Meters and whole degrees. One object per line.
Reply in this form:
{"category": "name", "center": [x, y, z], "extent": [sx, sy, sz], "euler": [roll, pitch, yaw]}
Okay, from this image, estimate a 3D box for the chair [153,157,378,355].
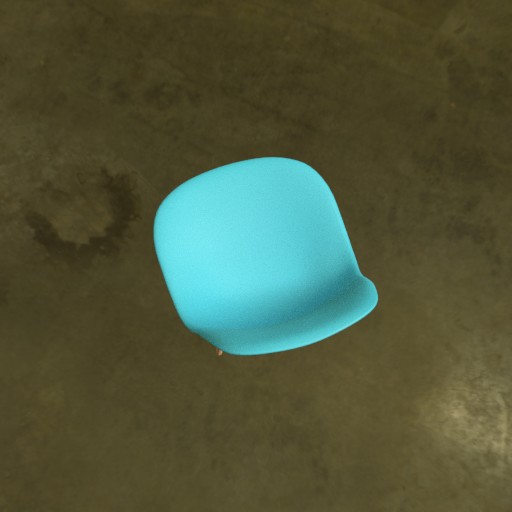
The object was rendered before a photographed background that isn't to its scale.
{"category": "chair", "center": [0.000, 0.000, 1.130], "extent": [0.470, 0.826, 0.531], "euler": [-17, 75, -5]}
